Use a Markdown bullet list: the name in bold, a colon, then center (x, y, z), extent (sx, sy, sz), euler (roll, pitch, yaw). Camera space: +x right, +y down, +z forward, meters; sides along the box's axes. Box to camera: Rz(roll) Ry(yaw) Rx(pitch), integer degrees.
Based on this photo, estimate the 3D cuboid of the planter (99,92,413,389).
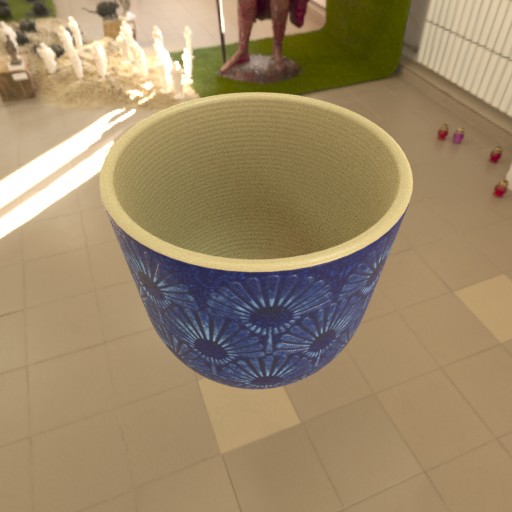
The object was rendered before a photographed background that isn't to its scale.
- **planter**: center (0.000, 0.000, 0.299), extent (0.170, 0.153, 0.170), euler (0, 45, 0)
